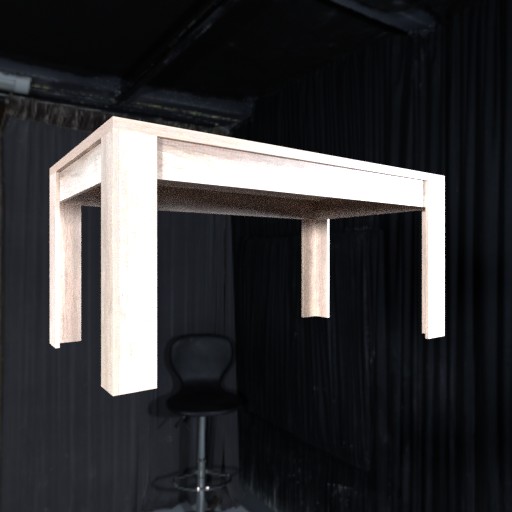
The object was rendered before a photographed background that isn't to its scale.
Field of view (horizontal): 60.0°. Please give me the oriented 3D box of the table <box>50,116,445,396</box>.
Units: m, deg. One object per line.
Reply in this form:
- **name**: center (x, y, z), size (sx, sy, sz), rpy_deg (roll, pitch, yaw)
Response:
- **table**: center (0.000, 0.000, 2.054), size (1.600, 0.775, 0.900), rpy_deg (0, 0, -35)
